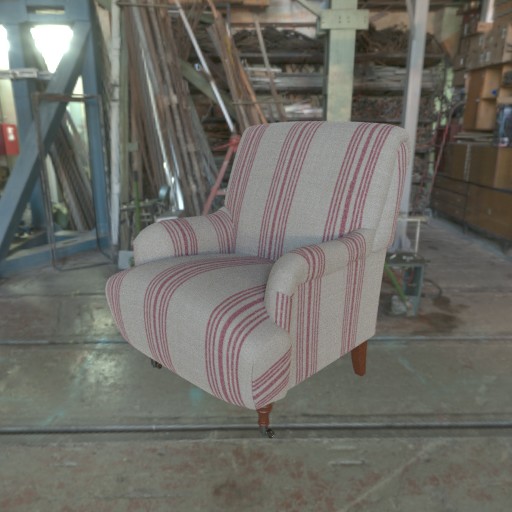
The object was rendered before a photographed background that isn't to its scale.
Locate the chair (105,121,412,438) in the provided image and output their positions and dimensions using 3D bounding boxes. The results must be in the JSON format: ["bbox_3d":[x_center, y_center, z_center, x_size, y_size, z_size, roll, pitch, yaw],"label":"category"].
[{"bbox_3d":[0.000,0.000,1.918,0.933,1.123,1.058,15,22,41],"label":"chair"}]
